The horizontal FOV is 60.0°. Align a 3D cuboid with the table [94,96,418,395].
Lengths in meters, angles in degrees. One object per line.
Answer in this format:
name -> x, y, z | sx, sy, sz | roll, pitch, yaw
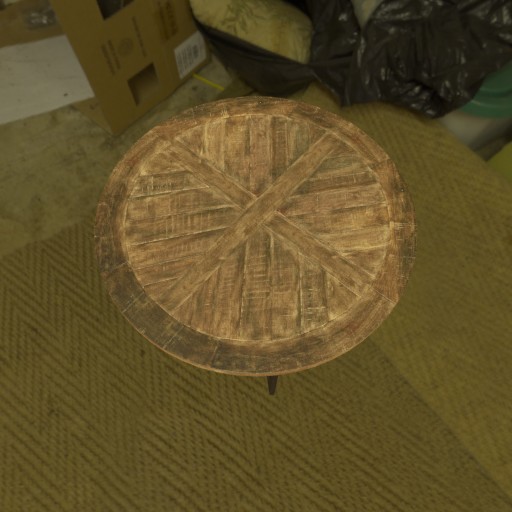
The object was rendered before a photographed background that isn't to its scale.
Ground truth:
table -> 0.000, 0.000, 2.092 | 1.264, 0.762, 1.264 | 0, 63, 0
